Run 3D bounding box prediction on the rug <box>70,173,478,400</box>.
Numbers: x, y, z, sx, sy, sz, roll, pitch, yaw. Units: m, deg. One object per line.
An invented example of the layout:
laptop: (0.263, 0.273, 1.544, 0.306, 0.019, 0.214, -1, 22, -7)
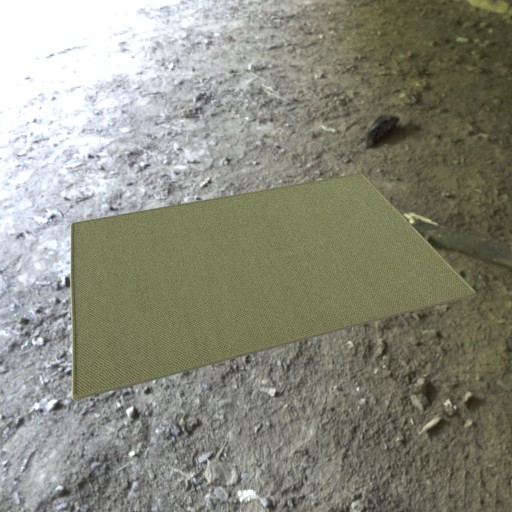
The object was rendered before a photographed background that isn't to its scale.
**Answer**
rug: (0.000, 0.000, 2.099, 1.676, 0.013, 1.067, -12, 42, -13)
